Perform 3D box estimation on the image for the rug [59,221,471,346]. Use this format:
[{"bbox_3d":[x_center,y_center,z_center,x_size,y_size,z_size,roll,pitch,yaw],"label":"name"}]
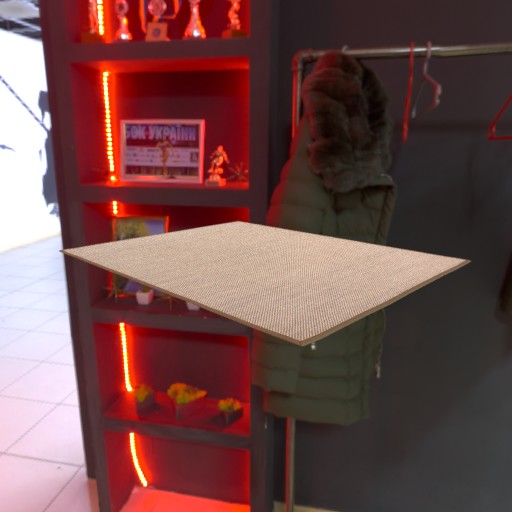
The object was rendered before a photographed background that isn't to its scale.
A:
[{"bbox_3d":[0.000,0.000,4.126,3.041,0.020,2.413,13,19,43],"label":"rug"}]
